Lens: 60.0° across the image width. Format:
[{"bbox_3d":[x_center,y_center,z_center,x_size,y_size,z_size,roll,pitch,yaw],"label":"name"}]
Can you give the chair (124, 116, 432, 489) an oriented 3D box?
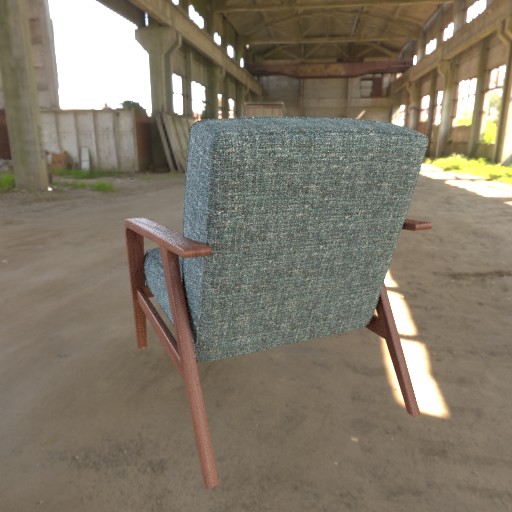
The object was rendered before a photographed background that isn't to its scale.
[{"bbox_3d":[0.000,0.000,1.476,0.719,0.864,0.889,-7,17,-25],"label":"chair"}]
